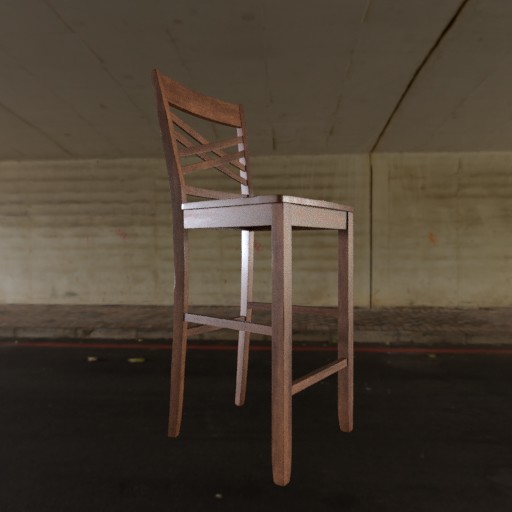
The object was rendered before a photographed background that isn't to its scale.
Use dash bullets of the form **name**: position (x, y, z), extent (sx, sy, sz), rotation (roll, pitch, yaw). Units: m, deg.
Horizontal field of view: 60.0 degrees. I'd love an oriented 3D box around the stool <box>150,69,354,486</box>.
- **stool**: position (0.000, 0.000, 1.366), extent (0.487, 1.105, 0.433), rotation (1, 2, 36)
